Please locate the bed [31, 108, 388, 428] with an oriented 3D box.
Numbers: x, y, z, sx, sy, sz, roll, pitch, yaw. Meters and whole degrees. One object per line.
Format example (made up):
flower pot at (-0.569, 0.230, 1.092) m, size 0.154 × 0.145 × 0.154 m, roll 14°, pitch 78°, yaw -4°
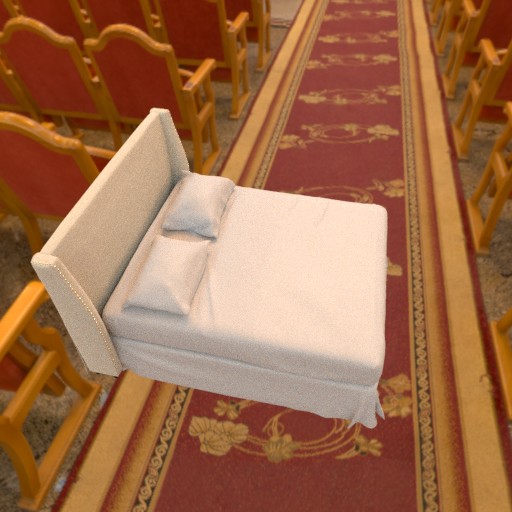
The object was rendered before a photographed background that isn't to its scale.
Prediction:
bed at (0.000, 0.000, 3.485) m, size 2.276 × 1.332 × 1.925 m, roll 9°, pitch 47°, yaw 9°
